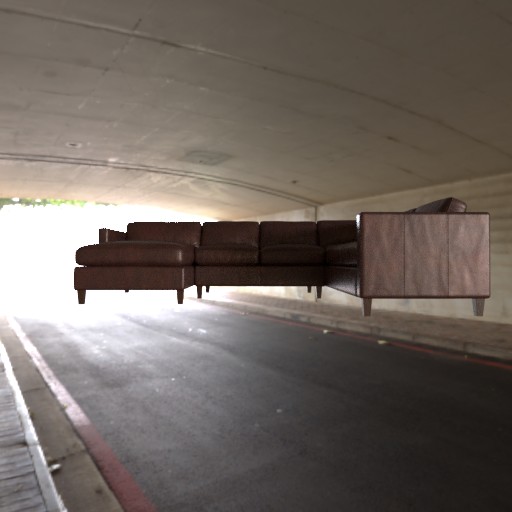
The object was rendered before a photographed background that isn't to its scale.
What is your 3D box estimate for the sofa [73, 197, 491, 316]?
[{"bbox_3d":[0.000,0.000,4.353,3.324,0.891,2.452,0,-1,0],"label":"sofa"}]
